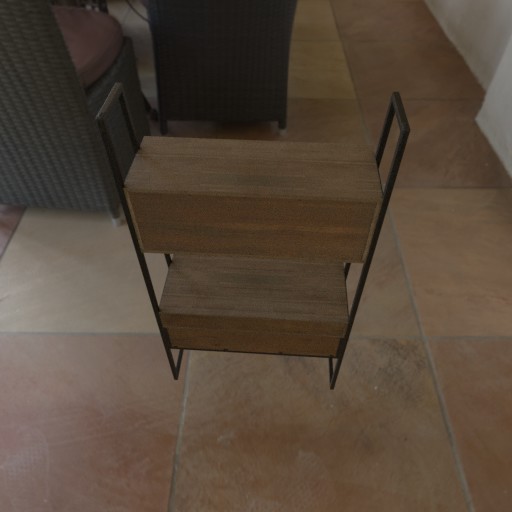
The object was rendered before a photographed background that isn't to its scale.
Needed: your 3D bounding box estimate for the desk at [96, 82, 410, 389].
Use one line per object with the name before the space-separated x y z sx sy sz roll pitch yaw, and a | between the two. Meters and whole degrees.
desk | 0.000 0.000 2.215 0.982 1.809 0.515 3 48 3
